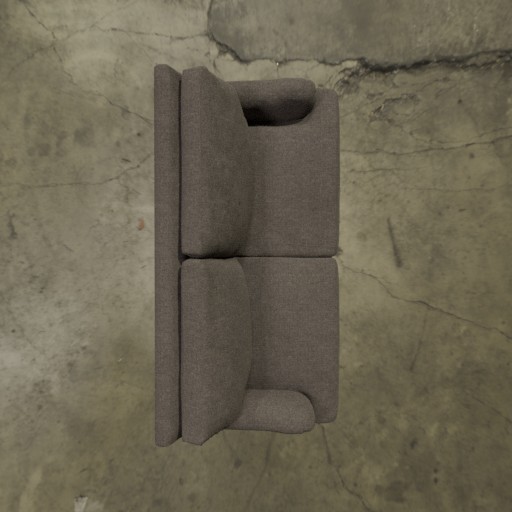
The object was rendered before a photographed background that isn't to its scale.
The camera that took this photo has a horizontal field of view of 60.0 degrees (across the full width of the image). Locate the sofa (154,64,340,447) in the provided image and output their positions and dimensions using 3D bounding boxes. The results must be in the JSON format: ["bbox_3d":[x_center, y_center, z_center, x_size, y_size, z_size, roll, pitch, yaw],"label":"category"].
[{"bbox_3d":[0.000,0.000,2.847,1.087,1.054,2.160,0,91,1],"label":"sofa"}]
